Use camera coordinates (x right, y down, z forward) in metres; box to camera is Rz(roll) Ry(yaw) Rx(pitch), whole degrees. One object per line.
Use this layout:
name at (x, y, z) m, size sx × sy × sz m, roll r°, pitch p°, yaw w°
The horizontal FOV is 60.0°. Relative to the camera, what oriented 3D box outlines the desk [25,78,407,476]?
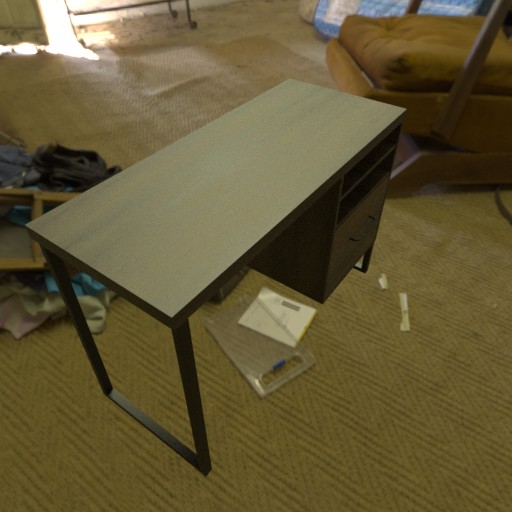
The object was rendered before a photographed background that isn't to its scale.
desk at (0.000, 0.000, 1.512) m, size 0.511 × 0.752 × 1.134 m, roll 26°, pitch 48°, yaw 26°
